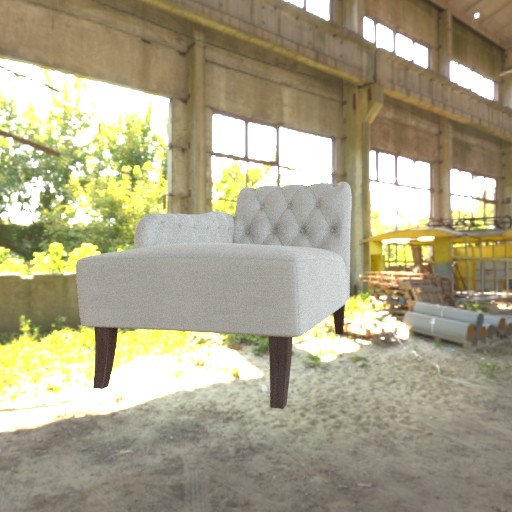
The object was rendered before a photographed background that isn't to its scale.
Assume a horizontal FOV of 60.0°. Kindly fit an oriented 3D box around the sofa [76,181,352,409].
[{"bbox_3d":[0.000,0.000,1.836,0.675,0.787,1.379,0,-1,18],"label":"sofa"}]
